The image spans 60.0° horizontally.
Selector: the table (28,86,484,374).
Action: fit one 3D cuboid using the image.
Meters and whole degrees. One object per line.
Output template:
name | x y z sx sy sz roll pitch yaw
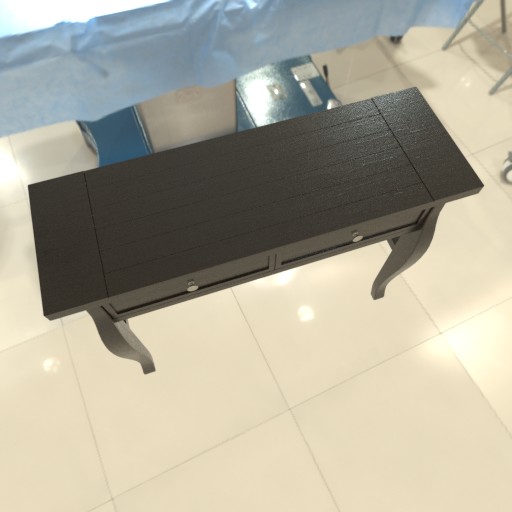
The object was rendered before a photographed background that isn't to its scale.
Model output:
table | 0.000 0.000 1.429 1.062 0.768 0.373 -17 64 -8
